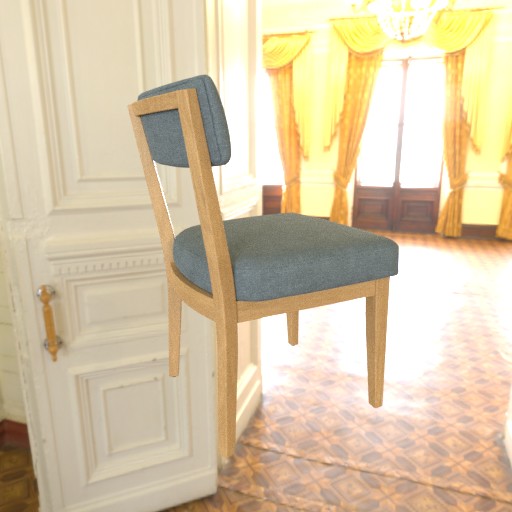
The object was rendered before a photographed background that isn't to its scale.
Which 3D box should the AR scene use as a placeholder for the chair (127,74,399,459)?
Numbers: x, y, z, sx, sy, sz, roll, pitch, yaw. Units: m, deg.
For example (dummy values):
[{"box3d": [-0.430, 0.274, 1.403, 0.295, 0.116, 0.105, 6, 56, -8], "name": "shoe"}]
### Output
[{"box3d": [0.000, 0.000, 1.191, 0.572, 0.832, 0.508, -8, 17, -27], "name": "chair"}]
